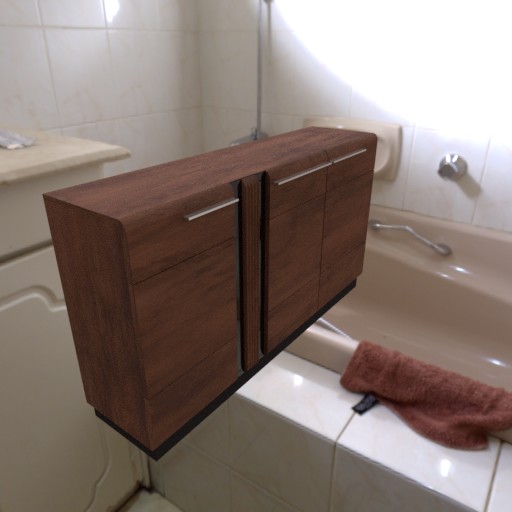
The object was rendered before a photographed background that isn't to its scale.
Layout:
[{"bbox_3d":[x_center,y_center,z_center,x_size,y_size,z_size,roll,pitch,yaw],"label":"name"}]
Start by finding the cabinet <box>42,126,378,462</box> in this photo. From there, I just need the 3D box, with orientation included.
[{"bbox_3d":[0.000,0.000,2.003,0.420,0.900,1.600,18,31,33],"label":"cabinet"}]
